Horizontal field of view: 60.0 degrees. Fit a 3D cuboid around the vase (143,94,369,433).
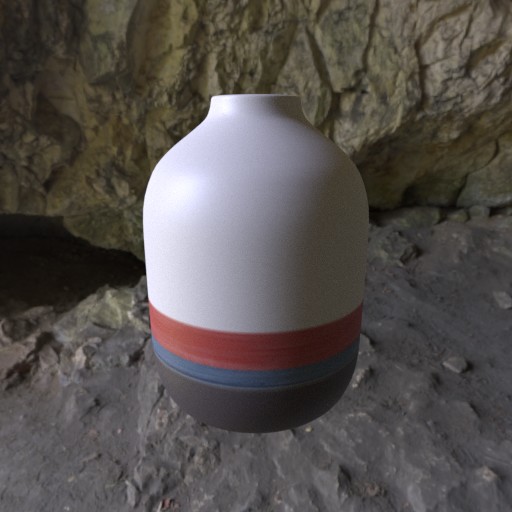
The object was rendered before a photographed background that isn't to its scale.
[{"bbox_3d":[0.000,0.000,0.350,0.169,0.237,0.169,0,17,0],"label":"vase"}]
